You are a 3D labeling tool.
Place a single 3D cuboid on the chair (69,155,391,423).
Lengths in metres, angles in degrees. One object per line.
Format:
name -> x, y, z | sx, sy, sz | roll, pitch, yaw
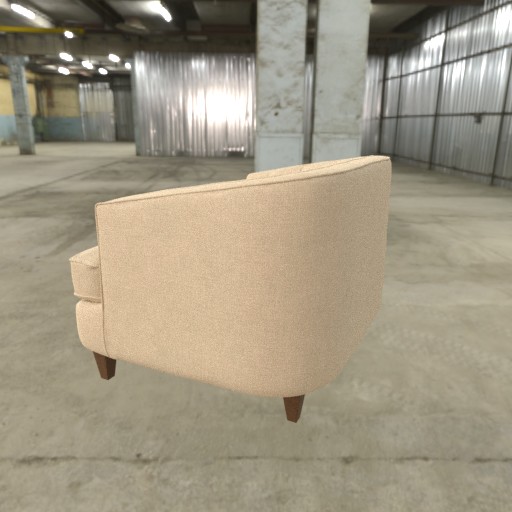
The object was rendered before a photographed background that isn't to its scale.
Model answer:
chair -> 0.000, 0.000, 1.789 | 0.914, 0.787, 1.118 | 8, 18, 26
